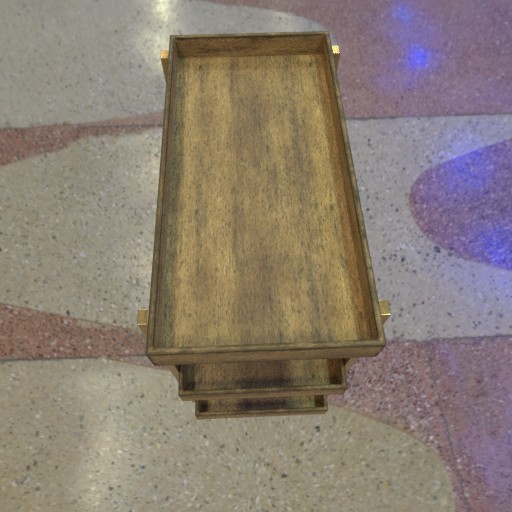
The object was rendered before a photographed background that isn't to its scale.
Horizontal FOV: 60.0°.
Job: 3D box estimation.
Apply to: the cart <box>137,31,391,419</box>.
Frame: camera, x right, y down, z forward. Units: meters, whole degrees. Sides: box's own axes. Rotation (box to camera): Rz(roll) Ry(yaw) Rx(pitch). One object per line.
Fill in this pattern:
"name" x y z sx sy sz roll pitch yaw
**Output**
"cart" 0.000 0.000 1.206 0.416 0.799 0.750 -2 62 -1
